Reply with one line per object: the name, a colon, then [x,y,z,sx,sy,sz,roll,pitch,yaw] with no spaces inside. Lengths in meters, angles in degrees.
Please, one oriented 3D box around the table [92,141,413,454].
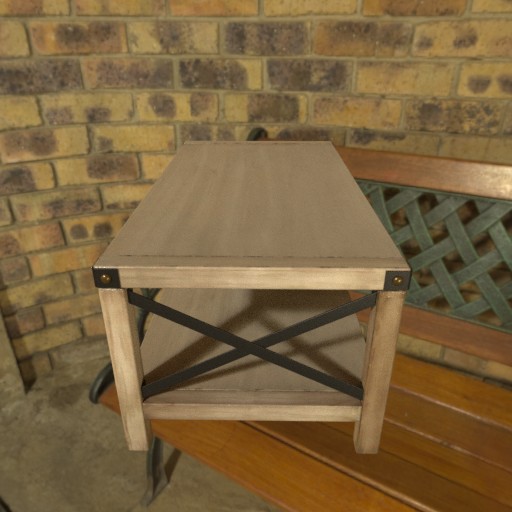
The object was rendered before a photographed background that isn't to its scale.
table: [0.000,0.000,1.298,0.559,0.456,1.016,0,27,1]
